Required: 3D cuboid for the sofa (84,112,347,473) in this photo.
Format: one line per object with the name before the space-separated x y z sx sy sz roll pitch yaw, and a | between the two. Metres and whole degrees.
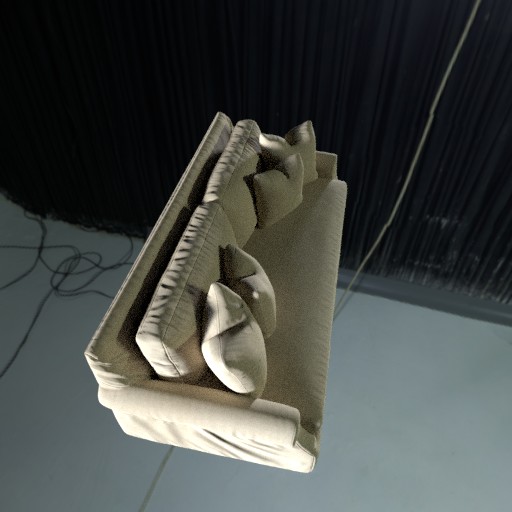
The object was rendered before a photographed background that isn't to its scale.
sofa | 0.000 0.000 2.778 1.067 0.904 2.285 8 46 8
